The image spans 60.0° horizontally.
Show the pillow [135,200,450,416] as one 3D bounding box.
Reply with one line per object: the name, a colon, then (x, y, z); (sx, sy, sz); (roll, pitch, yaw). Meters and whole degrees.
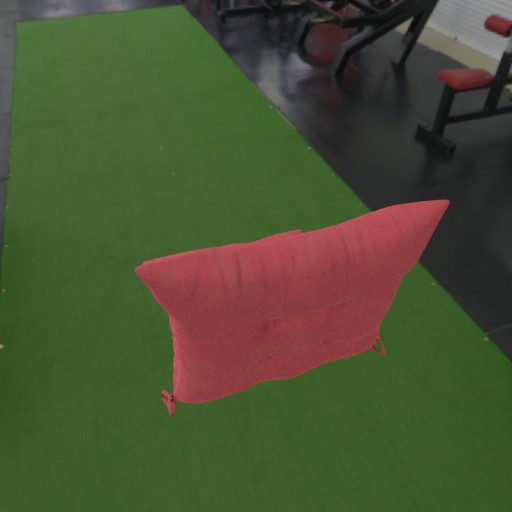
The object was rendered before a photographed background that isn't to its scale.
pillow: (0.000, 0.000, 1.005); (0.541, 0.536, 0.585); (-13, 44, -13)
